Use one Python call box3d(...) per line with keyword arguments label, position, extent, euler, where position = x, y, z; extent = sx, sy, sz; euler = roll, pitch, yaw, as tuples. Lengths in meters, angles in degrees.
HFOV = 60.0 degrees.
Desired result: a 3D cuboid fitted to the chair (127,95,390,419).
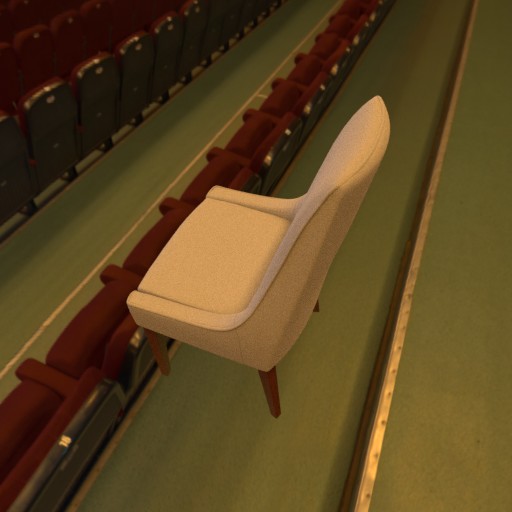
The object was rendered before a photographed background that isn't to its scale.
box3d(label="chair", position=(0.000, 0.000, 1.222), extent=(0.544, 0.861, 0.529), euler=(16, 48, 15))
